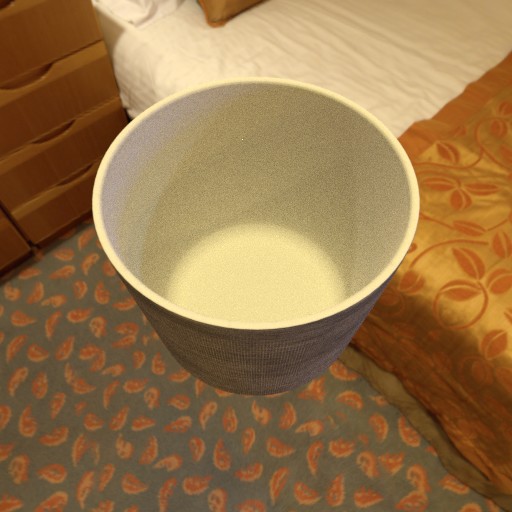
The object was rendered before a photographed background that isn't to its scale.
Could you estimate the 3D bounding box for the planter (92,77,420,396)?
[{"bbox_3d":[0.000,0.000,0.773,0.440,0.398,0.440,0,58,0],"label":"planter"}]
